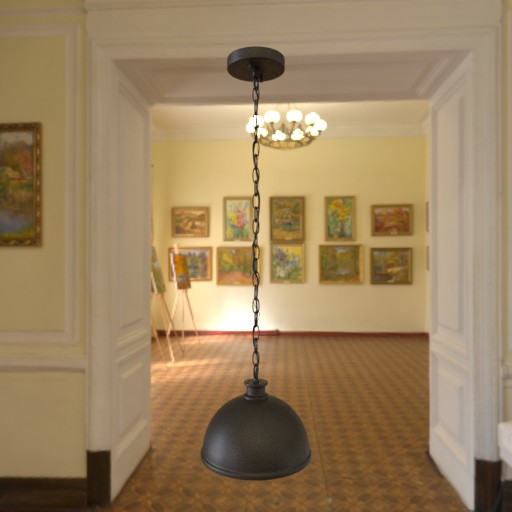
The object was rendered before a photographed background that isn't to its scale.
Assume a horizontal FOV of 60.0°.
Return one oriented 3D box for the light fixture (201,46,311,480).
[{"bbox_3d":[0.000,0.000,1.228,0.304,1.090,0.304,0,0,17],"label":"light fixture"}]
